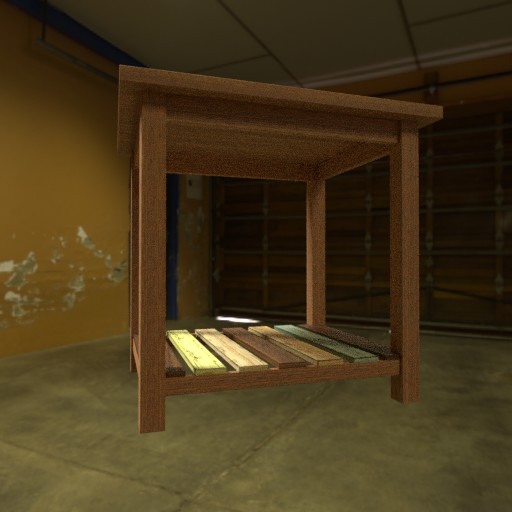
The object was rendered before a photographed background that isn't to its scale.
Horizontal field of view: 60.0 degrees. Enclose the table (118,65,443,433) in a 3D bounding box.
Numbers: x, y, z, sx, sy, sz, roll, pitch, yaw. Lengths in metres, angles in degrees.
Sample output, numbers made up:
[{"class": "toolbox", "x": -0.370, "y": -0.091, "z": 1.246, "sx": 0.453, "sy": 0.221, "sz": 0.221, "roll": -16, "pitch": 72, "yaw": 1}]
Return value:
[{"class": "table", "x": 0.000, "y": 0.000, "z": 1.109, "sx": 0.660, "sy": 0.635, "sz": 0.559, "roll": 0, "pitch": -1, "yaw": -18}]
